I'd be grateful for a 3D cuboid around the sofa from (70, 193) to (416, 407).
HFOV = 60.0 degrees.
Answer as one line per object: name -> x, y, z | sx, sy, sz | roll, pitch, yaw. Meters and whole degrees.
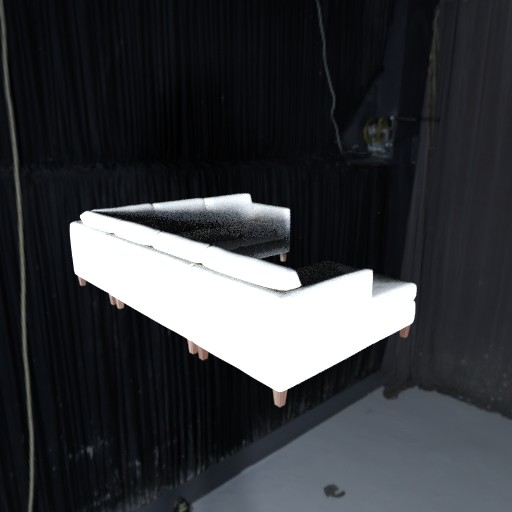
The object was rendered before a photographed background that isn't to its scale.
sofa -> 0.000, 0.000, 4.484 | 2.551, 0.853, 3.238 | -13, 20, -40
